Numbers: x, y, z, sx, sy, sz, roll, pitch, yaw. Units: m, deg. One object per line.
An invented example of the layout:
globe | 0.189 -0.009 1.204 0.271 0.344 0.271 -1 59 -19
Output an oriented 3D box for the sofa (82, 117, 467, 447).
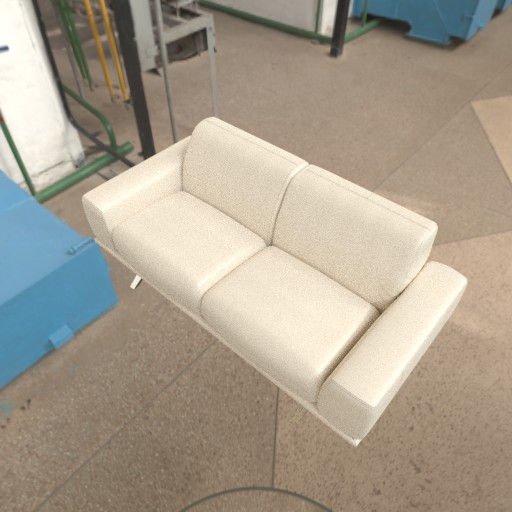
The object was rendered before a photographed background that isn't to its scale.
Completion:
sofa | 0.000 0.000 2.376 1.901 0.772 0.900 33 55 27
